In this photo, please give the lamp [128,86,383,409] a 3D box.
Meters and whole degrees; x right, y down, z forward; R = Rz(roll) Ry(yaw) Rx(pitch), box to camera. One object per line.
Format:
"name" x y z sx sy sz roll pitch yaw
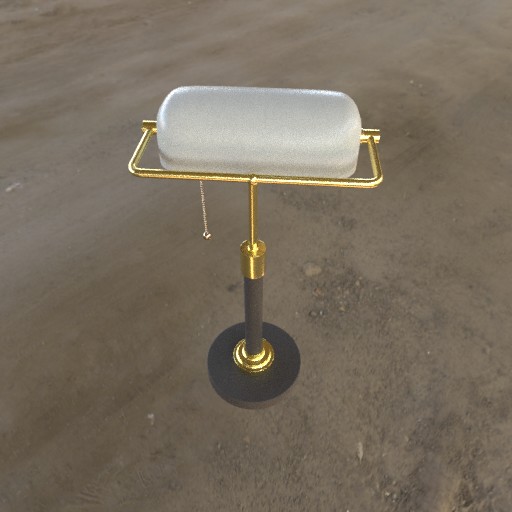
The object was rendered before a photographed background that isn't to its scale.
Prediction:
"lamp" 0.000 0.000 0.579 0.269 0.404 0.227 3 45 3
